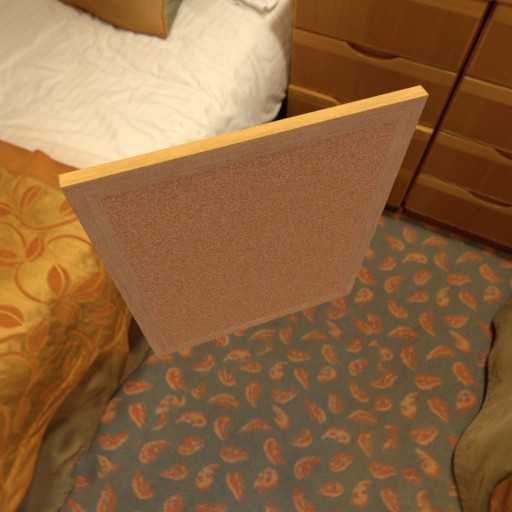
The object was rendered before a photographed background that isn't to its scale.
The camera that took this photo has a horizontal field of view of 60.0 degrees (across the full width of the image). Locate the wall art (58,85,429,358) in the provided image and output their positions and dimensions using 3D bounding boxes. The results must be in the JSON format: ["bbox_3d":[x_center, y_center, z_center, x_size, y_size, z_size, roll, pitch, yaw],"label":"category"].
[{"bbox_3d":[0.000,0.000,0.766,0.460,0.561,0.020,-17,60,-10],"label":"wall art"}]
